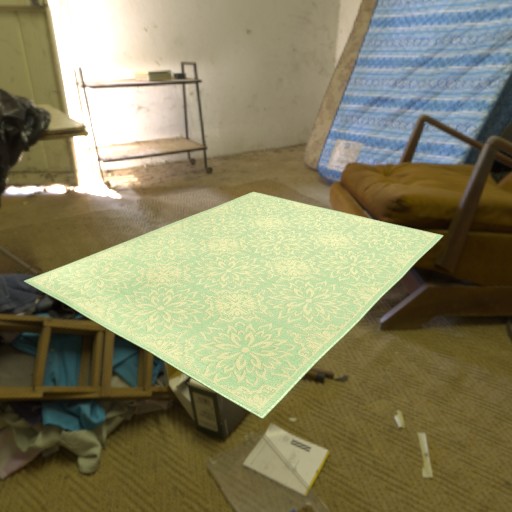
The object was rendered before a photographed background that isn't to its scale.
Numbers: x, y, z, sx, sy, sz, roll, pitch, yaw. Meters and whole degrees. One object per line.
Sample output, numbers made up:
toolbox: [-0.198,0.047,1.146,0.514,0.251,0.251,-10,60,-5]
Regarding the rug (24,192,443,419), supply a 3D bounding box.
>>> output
rug: [0.000,0.000,3.933,2.363,0.012,2.980,18,31,33]
